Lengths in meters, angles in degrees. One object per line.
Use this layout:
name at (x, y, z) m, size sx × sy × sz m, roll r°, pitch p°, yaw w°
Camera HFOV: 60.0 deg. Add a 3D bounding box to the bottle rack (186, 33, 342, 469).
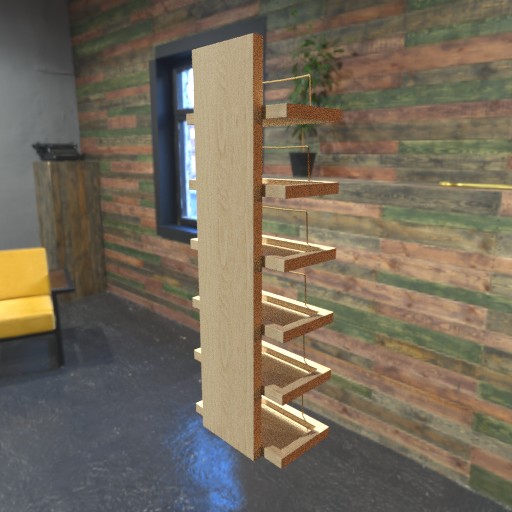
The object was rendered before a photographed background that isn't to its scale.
bottle rack at (0.000, 0.000, 1.095) m, size 0.206 × 0.943 × 0.330 m, roll -12°, pitch 18°, yaw -43°
